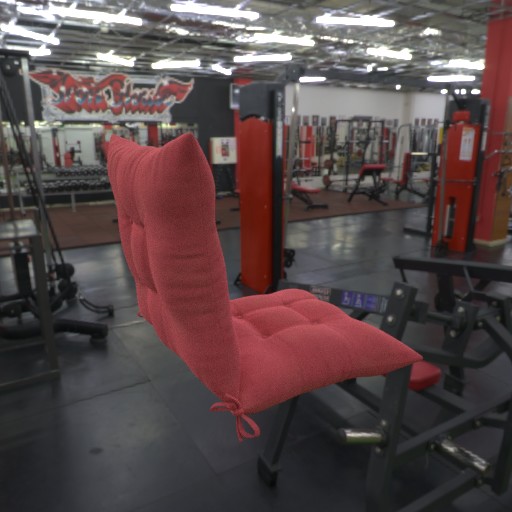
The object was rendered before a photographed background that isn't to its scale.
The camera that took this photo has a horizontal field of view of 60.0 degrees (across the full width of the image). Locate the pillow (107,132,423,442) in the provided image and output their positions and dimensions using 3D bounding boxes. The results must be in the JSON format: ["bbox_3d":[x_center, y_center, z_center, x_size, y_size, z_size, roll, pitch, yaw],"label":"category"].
[{"bbox_3d":[0.000,0.000,1.008,0.585,0.536,0.541,-8,17,-28],"label":"pillow"}]
